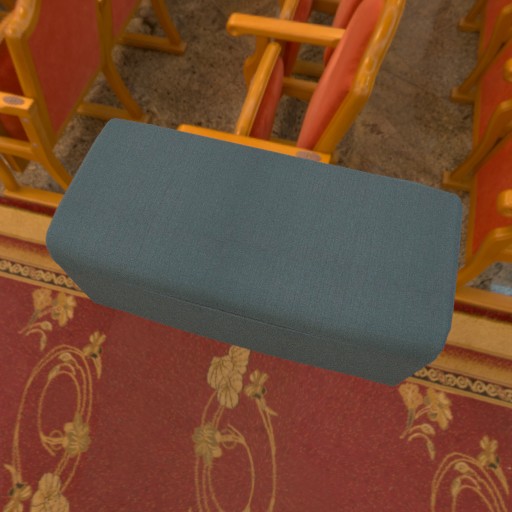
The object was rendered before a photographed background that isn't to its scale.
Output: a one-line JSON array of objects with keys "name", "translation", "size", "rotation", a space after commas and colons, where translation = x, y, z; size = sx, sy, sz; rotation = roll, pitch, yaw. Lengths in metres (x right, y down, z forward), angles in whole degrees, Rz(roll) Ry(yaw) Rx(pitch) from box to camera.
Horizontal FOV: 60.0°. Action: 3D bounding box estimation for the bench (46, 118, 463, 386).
[{"name": "bench", "translation": [0.000, 0.000, 1.290], "size": [0.995, 0.474, 0.476], "rotation": [14, 64, 7]}]
